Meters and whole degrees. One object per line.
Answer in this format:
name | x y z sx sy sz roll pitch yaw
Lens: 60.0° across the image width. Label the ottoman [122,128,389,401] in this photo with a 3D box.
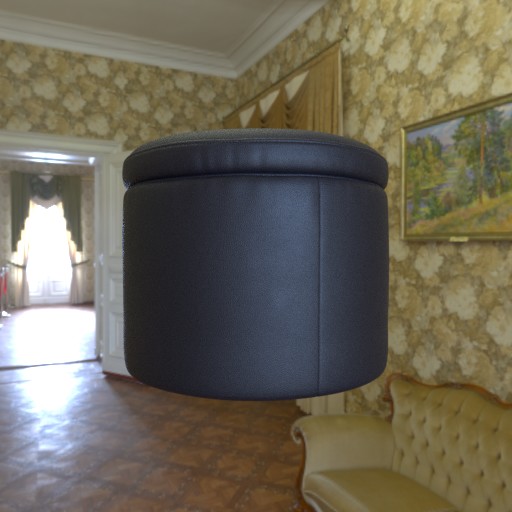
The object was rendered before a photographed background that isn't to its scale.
ottoman | 0.000 0.000 0.870 0.501 0.409 0.501 0 1 0
